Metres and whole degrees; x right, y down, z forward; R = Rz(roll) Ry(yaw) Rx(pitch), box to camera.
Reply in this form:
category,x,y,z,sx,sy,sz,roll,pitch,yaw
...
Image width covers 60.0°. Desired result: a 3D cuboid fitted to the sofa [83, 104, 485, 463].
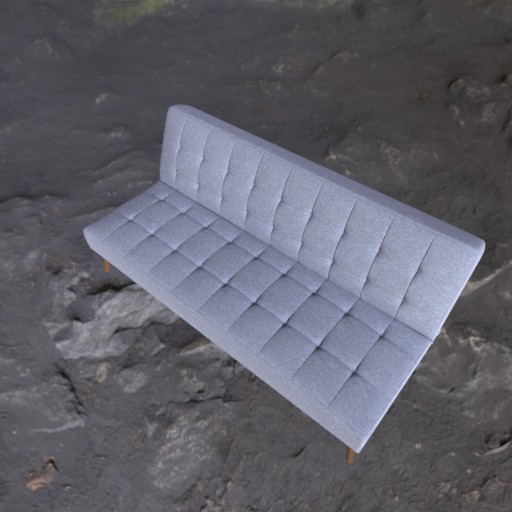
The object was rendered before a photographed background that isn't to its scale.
category,x,y,z,sx,sy,sz,roll,pitch,yaw
sofa,0.000,0.000,2.234,1.800,0.810,0.860,32,54,26
